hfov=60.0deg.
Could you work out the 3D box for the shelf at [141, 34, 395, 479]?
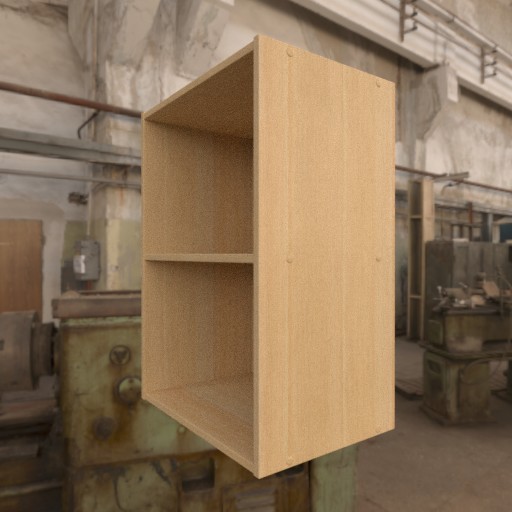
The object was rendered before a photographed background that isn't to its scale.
[{"bbox_3d":[0.000,0.000,0.839,0.290,0.592,0.414,0,0,-36],"label":"shelf"}]
